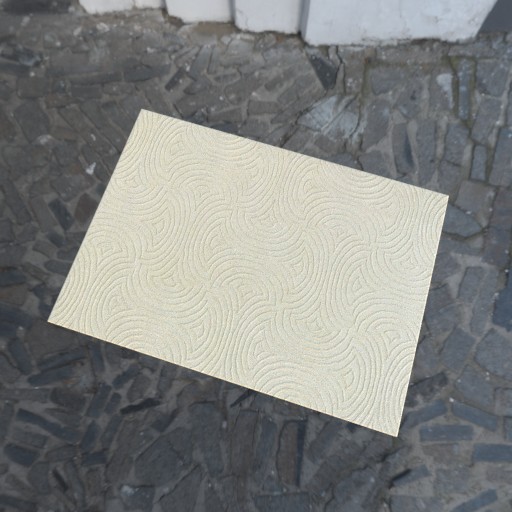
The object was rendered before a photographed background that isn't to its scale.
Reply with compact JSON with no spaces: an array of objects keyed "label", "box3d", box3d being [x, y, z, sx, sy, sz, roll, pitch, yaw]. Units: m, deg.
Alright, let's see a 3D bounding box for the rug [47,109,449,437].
[{"label":"rug","box3d":[0.000,0.000,2.757,2.132,0.015,1.526,17,75,5]}]
